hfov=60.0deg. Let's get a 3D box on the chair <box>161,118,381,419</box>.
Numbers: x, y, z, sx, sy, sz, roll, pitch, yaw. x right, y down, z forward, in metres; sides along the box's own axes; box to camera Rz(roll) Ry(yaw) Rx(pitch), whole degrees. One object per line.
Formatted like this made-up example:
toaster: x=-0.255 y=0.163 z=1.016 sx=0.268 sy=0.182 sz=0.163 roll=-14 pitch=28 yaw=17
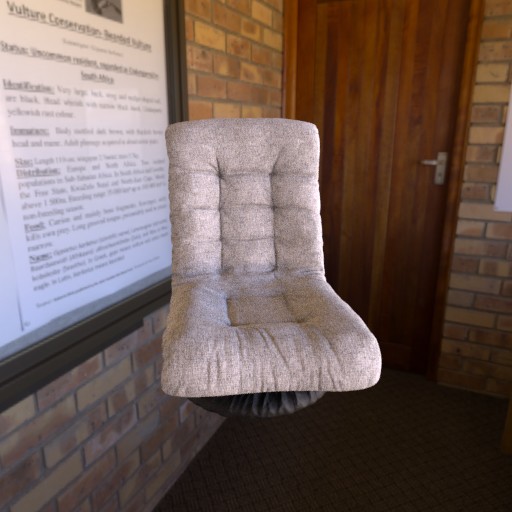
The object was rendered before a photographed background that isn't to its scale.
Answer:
chair: x=0.000 y=0.000 z=0.991 sx=0.400 sy=0.600 sz=0.583 roll=-2 pitch=16 yaw=-7
